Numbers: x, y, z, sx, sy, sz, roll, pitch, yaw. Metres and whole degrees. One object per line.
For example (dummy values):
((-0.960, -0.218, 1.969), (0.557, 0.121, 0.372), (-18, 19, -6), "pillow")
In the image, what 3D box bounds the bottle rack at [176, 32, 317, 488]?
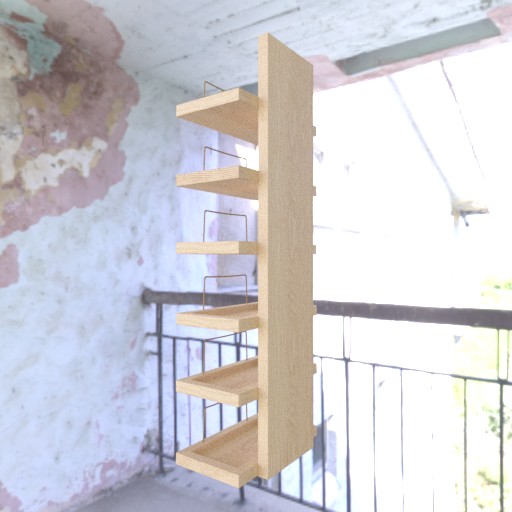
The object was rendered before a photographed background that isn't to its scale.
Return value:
((0.000, 0.000, 1.074), (0.206, 0.943, 0.330), (0, 0, 36), "bottle rack")
